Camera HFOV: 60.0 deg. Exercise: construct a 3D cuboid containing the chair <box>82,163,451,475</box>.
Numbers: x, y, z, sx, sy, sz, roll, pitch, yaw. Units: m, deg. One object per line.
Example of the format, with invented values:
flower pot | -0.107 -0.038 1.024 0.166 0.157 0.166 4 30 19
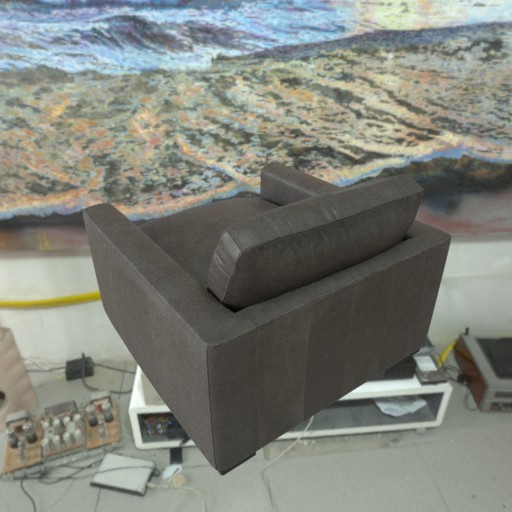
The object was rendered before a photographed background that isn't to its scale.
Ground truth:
chair | 0.000 0.000 1.837 1.106 0.807 1.080 -20 35 -30
